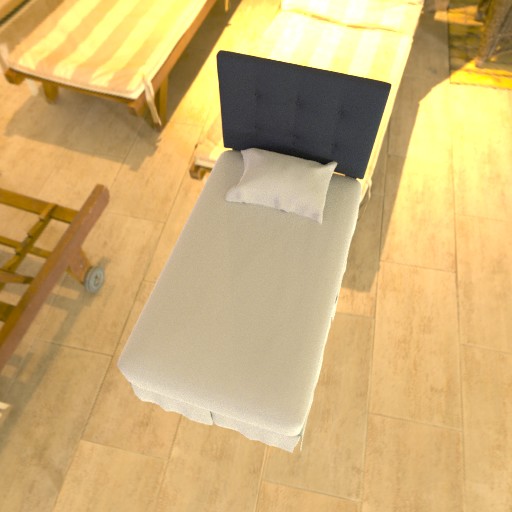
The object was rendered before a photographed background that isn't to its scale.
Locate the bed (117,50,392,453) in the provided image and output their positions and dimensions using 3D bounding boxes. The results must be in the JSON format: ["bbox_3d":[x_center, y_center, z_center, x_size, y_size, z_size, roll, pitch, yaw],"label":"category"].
[{"bbox_3d":[0.000,0.000,2.971,1.261,1.571,1.997,15,59,9],"label":"bed"}]
